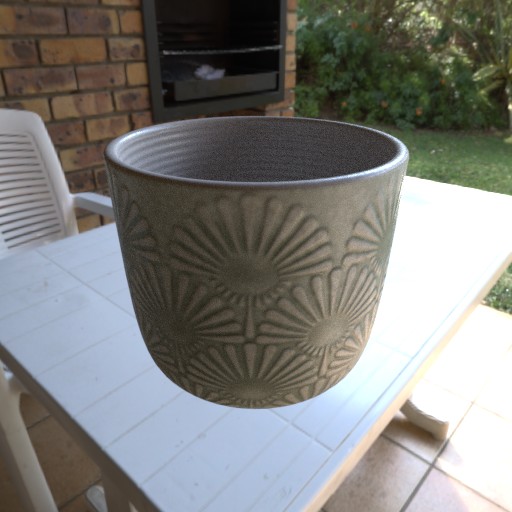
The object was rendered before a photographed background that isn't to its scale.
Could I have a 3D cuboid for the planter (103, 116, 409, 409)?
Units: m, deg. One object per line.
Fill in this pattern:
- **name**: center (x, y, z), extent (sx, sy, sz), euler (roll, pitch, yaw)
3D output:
- **planter**: center (0.000, 0.000, 0.211), extent (0.124, 0.109, 0.124), euler (0, 27, 0)
